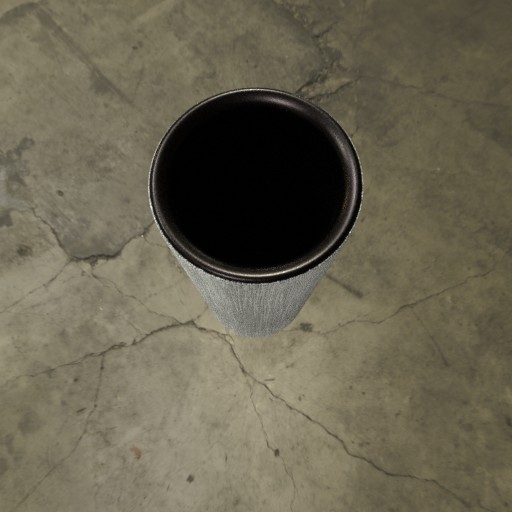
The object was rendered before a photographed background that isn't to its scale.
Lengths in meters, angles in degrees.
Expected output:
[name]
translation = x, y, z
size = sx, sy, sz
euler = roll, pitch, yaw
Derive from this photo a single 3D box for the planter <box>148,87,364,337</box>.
[planter]
translation = 0.000, 0.000, 0.333
size = 0.100, 0.270, 0.100
euler = -42, 79, -10
